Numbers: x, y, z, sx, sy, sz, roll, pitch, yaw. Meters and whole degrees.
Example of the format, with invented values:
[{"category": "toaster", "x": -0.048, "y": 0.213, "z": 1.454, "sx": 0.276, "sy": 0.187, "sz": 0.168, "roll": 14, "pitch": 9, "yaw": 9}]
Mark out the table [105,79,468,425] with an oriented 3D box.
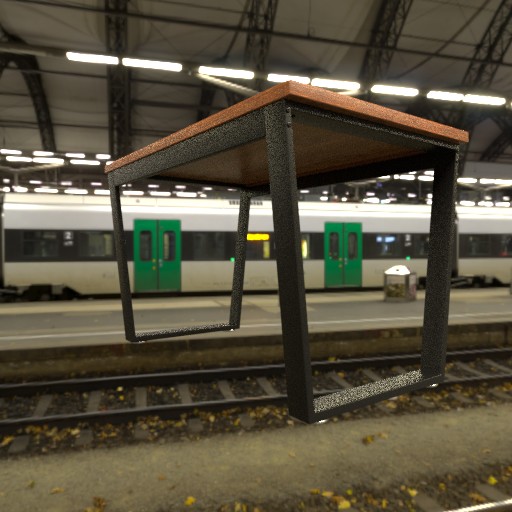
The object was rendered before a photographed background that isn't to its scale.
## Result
[{"category": "table", "x": 0.000, "y": 0.000, "z": 1.622, "sx": 0.714, "sy": 0.760, "sz": 1.205, "roll": -1, "pitch": 1, "yaw": -36}]
